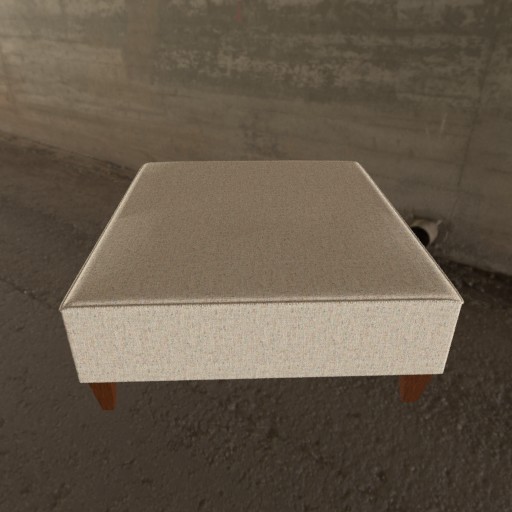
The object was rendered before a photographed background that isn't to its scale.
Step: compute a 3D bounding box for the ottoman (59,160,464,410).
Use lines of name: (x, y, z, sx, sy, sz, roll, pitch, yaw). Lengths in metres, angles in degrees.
ottoman: (0.000, 0.000, 1.226, 0.736, 0.303, 0.835, -1, 30, -2)
